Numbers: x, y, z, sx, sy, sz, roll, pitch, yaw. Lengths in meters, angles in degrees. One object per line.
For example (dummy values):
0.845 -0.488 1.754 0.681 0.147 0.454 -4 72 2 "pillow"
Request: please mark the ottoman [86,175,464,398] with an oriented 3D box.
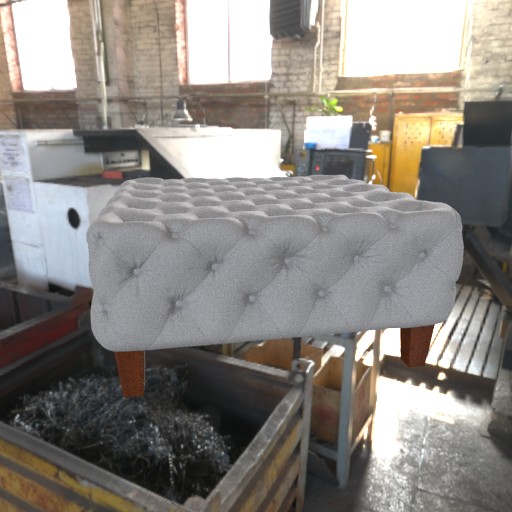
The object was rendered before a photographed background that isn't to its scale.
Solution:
0.000 0.000 1.195 0.764 0.365 0.758 -3 17 -10 "ottoman"
